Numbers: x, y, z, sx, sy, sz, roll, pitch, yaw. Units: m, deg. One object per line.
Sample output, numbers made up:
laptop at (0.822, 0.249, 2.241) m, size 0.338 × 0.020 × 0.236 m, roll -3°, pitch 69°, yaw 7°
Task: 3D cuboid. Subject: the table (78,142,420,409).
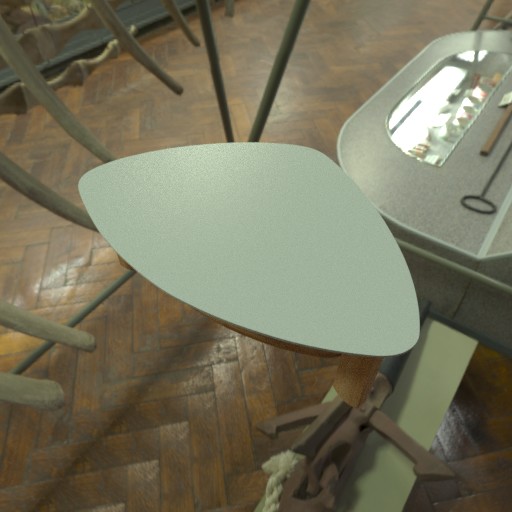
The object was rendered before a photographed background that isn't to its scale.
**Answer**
table at (0.000, 0.000, 1.629) m, size 1.250 × 0.440 × 0.850 m, roll 27°, pitch 52°, yaw 23°
